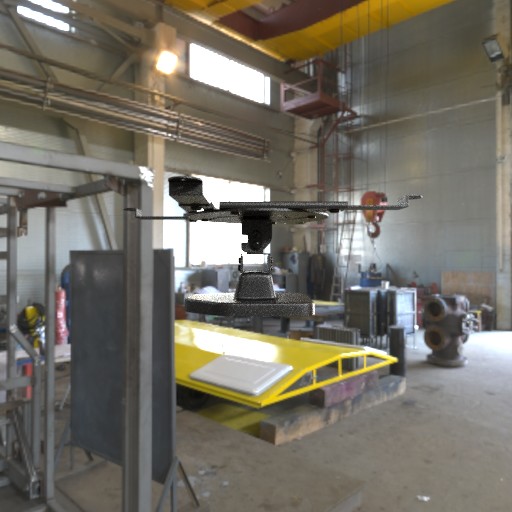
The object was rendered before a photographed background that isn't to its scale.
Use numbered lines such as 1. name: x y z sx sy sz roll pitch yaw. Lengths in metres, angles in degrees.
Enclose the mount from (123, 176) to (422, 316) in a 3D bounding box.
1. mount: 0.000 0.000 0.596 0.394 0.141 0.394 0 0 -1
